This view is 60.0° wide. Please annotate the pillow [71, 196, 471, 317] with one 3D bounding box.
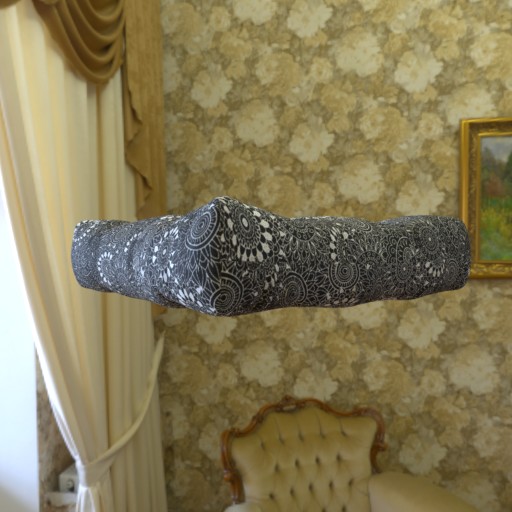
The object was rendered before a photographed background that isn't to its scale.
[{"bbox_3d":[0.000,0.000,0.717,0.468,0.128,0.490,-1,2,-37],"label":"pillow"}]
